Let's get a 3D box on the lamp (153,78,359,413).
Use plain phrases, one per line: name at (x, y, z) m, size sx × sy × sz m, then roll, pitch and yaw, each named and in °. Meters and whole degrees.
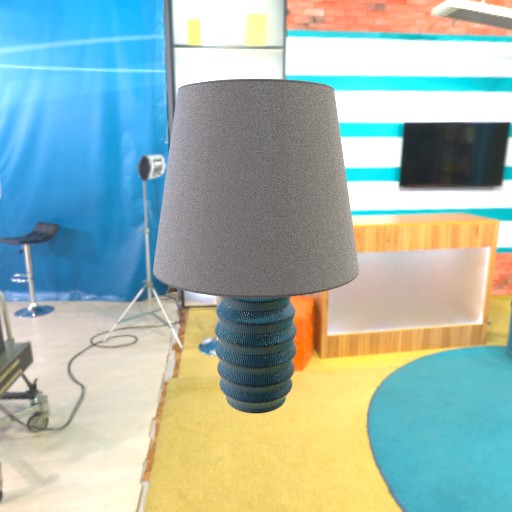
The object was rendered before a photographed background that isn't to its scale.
lamp at (0.000, 0.000, 0.557) m, size 0.254 × 0.392 × 0.254 m, roll 0°, pitch 13°, yaw 0°
